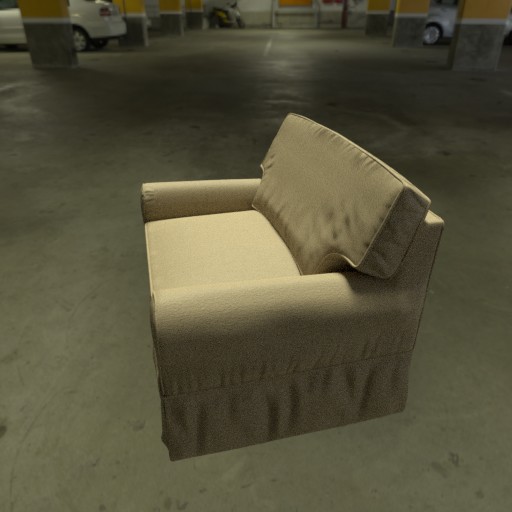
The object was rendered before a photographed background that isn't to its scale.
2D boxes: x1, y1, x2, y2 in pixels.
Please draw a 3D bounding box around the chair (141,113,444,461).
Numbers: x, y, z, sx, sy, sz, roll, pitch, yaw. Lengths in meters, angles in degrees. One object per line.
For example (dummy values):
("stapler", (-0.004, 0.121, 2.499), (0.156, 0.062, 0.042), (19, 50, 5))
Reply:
("chair", (0.000, 0.000, 1.767), (0.903, 0.937, 1.096), (-7, 30, -13))
